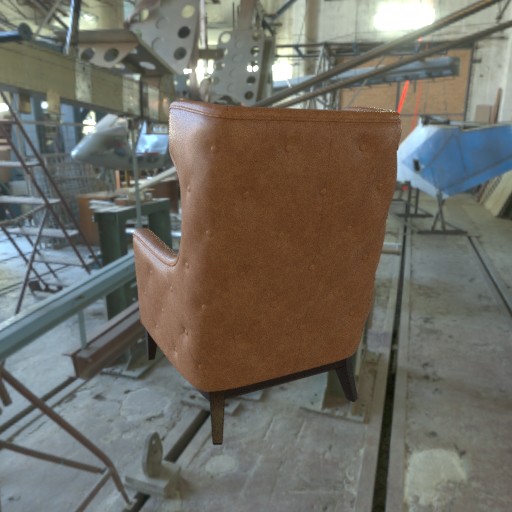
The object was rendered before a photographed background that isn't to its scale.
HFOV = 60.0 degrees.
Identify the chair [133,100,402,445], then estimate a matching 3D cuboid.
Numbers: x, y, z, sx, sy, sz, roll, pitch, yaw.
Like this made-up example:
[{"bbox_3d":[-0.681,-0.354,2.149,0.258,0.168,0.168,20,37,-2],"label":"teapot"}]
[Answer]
[{"bbox_3d":[0.000,0.000,1.687,0.766,1.079,0.899,-7,16,-25],"label":"chair"}]
